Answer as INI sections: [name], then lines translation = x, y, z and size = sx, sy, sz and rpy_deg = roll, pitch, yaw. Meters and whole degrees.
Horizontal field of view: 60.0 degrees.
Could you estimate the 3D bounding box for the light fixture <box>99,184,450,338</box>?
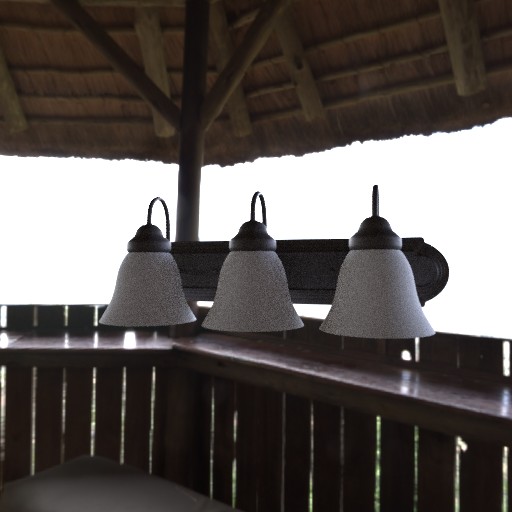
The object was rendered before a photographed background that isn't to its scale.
[light fixture]
translation = 0.000, 0.000, 0.736
size = 0.610, 0.222, 0.199
rpy_deg = 0, -2, 18
